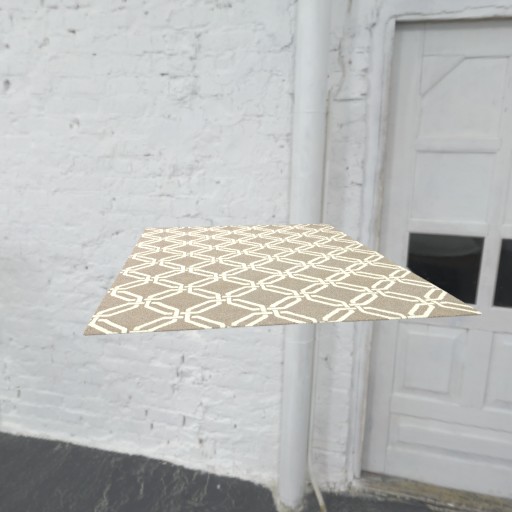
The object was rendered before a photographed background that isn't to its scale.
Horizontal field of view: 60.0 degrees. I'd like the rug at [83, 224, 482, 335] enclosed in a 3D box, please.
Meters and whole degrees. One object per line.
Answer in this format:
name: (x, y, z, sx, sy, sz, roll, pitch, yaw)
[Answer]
rug: (0.000, 0.000, 4.288, 2.441, 0.020, 3.419, -2, 14, -8)
